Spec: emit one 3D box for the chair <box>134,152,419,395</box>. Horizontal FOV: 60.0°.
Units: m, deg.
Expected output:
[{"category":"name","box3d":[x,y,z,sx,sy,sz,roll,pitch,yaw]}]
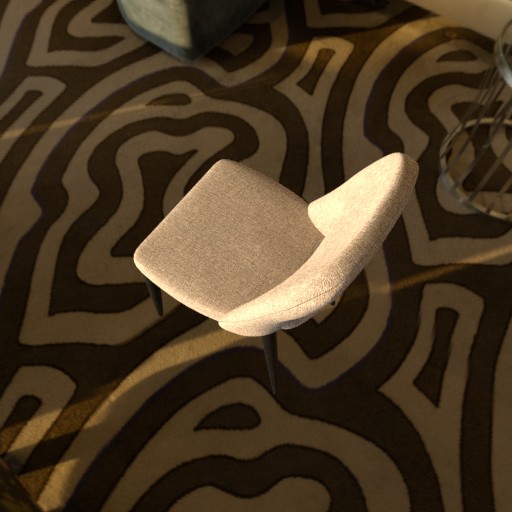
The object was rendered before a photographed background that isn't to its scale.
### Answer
[{"category":"chair","box3d":[0.000,0.000,1.285,0.612,0.931,0.470,31,66,15]}]
